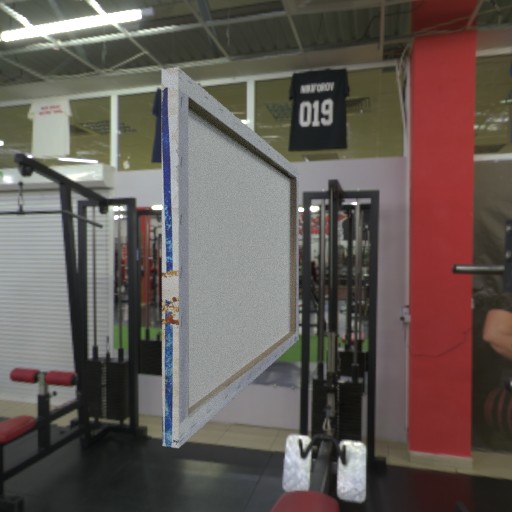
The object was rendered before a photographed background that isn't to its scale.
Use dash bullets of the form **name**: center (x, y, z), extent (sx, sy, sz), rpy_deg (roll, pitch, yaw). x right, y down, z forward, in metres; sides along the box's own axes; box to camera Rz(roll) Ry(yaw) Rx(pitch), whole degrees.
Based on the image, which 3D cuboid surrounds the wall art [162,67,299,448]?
- **wall art**: center (0.000, 0.000, 1.430), extent (0.038, 0.757, 1.143), rpy_deg (0, 1, 17)
